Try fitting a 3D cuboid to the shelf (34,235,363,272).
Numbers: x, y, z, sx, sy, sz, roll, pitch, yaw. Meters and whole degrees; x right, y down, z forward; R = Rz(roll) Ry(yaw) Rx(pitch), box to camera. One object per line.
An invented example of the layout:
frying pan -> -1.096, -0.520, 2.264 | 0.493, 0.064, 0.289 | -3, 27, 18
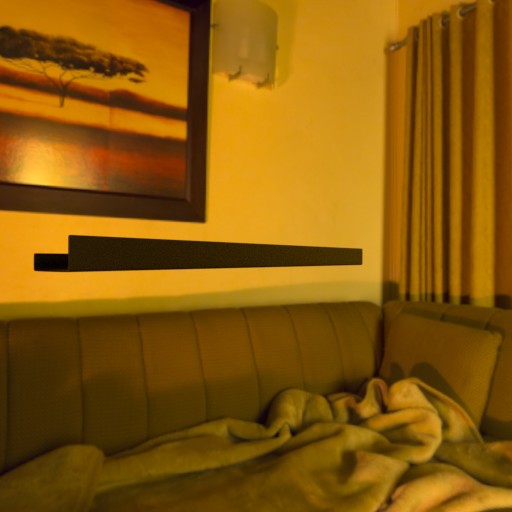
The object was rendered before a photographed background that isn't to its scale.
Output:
shelf -> 0.000, 0.000, 0.969 | 0.092, 0.049, 0.924 | 0, -1, 37
